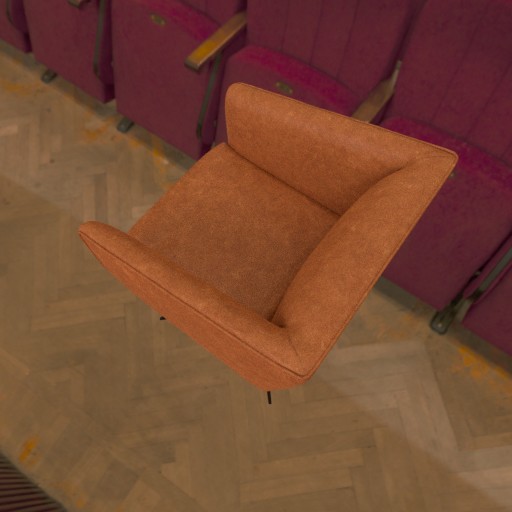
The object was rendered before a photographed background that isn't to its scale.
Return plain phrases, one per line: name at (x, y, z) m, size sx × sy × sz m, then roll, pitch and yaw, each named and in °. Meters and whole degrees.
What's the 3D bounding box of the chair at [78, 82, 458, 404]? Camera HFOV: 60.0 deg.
chair at (0.000, 0.000, 1.221) m, size 0.625 × 0.760 × 0.588 m, roll 34°, pitch 68°, yaw 16°
